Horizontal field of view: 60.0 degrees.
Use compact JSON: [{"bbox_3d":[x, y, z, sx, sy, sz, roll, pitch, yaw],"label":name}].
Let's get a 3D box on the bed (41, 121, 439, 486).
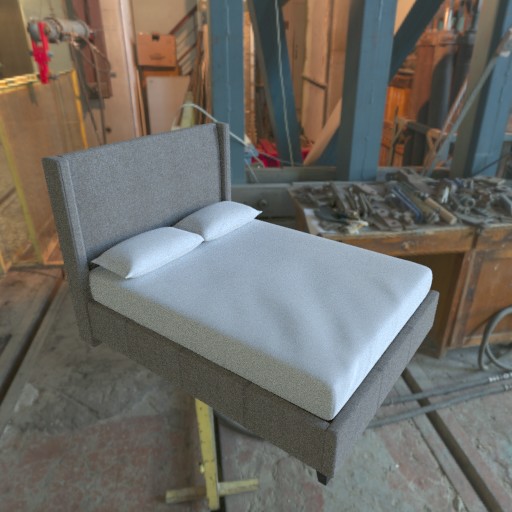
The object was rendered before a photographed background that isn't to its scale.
[{"bbox_3d":[0.000,0.000,3.236,2.245,1.481,1.714,18,32,32],"label":"bed"}]
